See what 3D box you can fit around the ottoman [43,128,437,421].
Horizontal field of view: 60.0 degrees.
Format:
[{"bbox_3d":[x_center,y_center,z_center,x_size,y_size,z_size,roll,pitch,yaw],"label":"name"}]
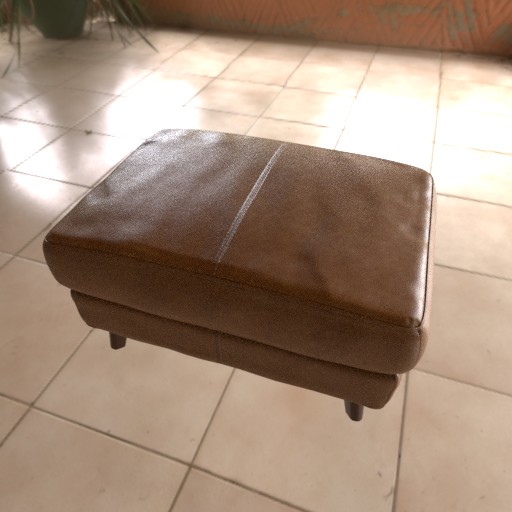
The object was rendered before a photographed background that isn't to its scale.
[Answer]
[{"bbox_3d":[0.000,0.000,1.207,0.869,0.461,0.630,13,43,14],"label":"ottoman"}]
